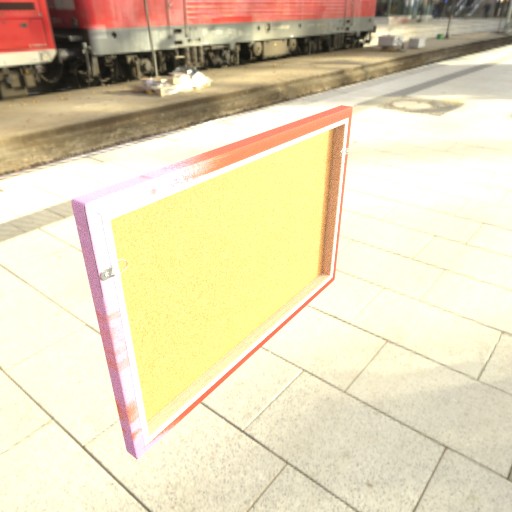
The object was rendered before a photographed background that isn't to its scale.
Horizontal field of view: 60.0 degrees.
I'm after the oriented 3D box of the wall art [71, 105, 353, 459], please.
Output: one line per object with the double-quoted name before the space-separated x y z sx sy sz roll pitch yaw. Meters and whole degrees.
"wall art" 0.000 0.000 1.147 0.040 0.609 0.913 20 36 31
